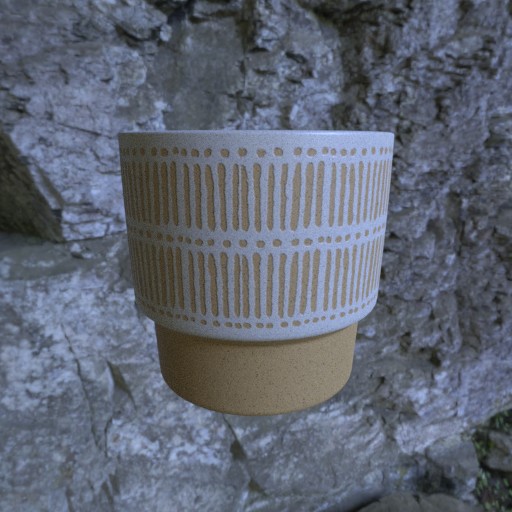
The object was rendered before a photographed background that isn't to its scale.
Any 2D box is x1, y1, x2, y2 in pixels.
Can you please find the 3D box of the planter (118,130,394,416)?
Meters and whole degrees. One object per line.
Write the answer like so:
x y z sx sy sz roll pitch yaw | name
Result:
0.000 0.000 0.567 0.317 0.303 0.317 0 14 0 | planter
